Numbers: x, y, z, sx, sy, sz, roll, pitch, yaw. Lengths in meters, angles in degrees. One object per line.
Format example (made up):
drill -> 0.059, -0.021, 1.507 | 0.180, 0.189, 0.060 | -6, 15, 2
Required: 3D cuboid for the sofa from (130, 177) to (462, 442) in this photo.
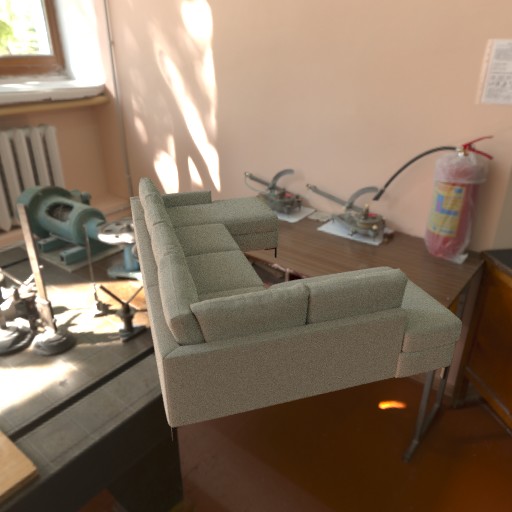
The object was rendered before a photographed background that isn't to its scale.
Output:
sofa -> 0.000, 0.000, 3.951 | 1.989, 0.862, 2.984 | -8, 27, -16
